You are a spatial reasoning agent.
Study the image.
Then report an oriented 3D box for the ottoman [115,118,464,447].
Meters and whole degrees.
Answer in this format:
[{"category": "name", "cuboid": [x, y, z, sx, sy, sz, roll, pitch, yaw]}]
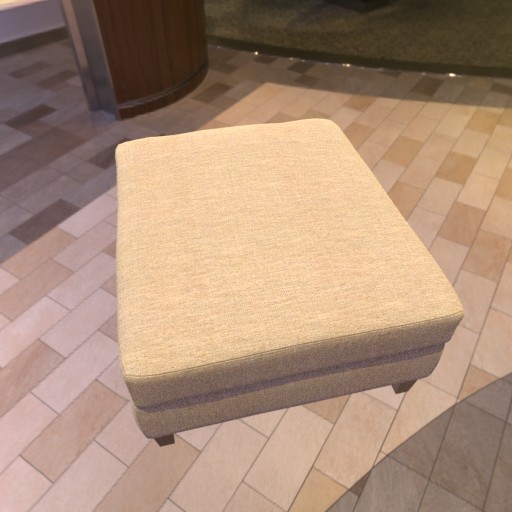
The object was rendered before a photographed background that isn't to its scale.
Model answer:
[{"category": "ottoman", "cuboid": [0.000, 0.000, 1.449, 0.836, 0.492, 0.976, -9, 46, -9]}]
